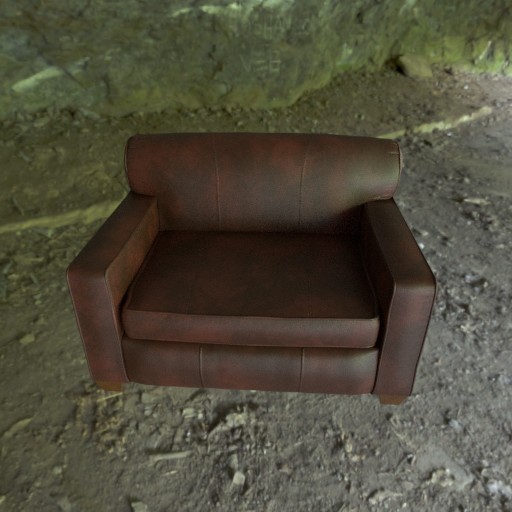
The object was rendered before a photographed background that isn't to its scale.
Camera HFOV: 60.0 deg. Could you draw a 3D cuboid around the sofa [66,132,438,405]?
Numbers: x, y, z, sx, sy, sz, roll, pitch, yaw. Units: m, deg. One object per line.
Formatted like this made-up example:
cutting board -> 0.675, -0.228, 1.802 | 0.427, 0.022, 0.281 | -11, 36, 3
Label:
sofa -> 0.000, 0.000, 2.082 | 1.413, 0.956, 1.000 | 2, 30, 3
